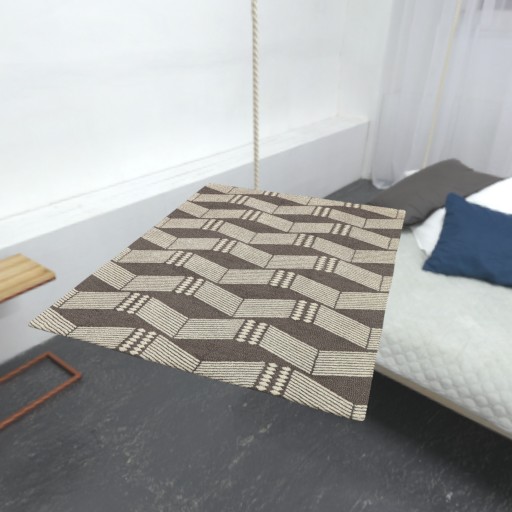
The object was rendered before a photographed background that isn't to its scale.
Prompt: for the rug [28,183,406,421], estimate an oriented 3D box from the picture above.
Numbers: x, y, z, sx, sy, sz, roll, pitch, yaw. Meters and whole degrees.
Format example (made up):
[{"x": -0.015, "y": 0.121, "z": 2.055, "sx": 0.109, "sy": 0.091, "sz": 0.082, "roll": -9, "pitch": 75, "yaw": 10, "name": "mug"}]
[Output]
[{"x": 0.000, "y": 0.000, "z": 4.092, "sx": 2.438, "sy": 0.016, "sz": 3.048, "roll": 11, "pitch": 32, "yaw": 18, "name": "rug"}]
